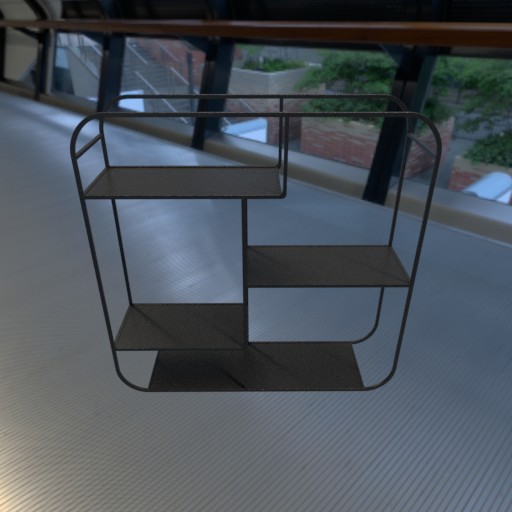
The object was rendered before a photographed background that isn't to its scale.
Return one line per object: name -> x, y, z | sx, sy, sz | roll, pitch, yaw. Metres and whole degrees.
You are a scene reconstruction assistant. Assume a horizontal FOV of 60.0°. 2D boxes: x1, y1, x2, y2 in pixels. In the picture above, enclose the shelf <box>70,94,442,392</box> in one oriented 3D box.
shelf -> 0.000, 0.000, 0.902 | 0.600, 0.600, 0.160 | 0, 30, 0
